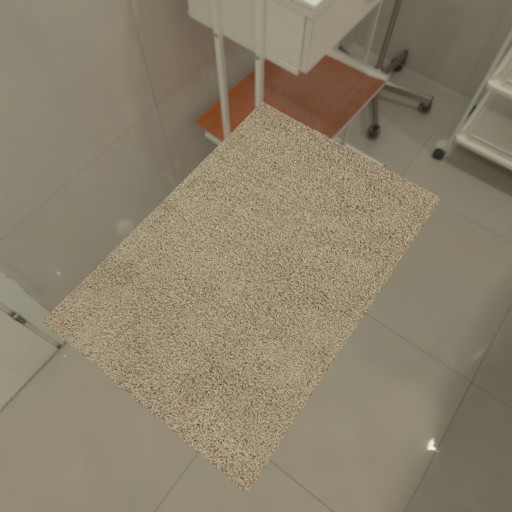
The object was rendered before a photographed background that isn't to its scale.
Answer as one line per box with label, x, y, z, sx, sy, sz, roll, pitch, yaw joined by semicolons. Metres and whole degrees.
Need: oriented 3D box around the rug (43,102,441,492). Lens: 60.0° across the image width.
rug;0.000;0.000;2.273;1.219;0.030;1.778;33;68;16
